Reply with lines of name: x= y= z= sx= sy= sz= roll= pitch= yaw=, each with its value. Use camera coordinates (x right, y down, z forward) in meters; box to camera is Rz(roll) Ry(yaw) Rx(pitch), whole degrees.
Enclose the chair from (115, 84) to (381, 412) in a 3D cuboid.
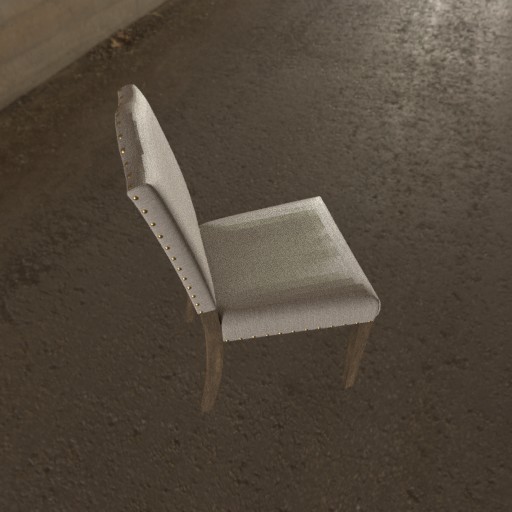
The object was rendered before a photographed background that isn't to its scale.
chair: x=0.000 y=0.000 z=1.354 sx=0.620 sy=1.020 sz=0.508 roll=-11 pitch=47 yaw=-10
